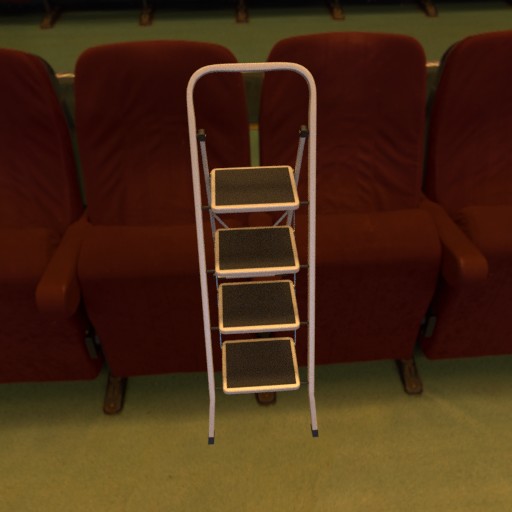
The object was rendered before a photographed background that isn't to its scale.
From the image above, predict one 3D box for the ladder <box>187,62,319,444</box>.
[{"bbox_3d":[0.000,0.000,1.691,0.460,1.265,0.914,-3,47,-3],"label":"ladder"}]
